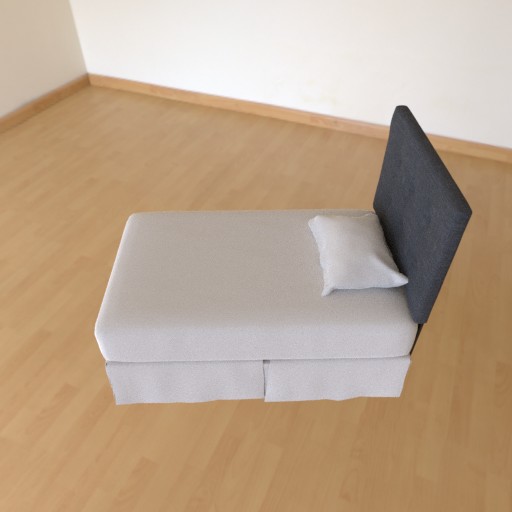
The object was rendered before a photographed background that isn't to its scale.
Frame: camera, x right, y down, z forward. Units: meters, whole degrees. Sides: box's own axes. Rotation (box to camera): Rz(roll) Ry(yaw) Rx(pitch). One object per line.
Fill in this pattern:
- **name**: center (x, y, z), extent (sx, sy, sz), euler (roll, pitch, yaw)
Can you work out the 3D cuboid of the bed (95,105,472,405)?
- **bed**: center (0.000, 0.000, 2.944), extent (1.997, 1.571, 1.261), euler (-1, 43, -1)
